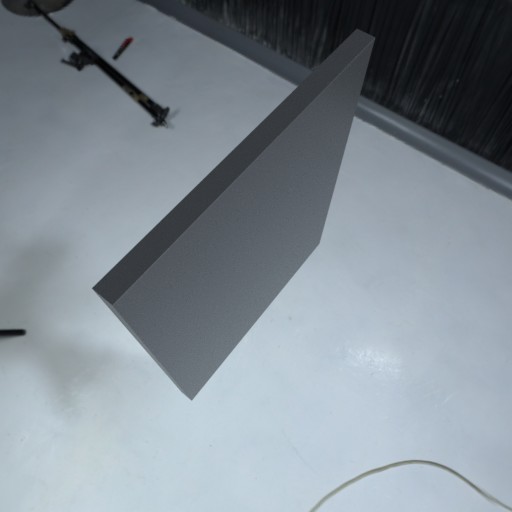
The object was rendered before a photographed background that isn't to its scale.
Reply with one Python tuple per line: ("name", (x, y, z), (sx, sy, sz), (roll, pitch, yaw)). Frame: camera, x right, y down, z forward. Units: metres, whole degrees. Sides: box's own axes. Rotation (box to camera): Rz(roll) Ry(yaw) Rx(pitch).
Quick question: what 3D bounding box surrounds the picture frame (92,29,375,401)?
("picture frame", (0.000, 0.000, 0.738), (0.028, 0.556, 0.460), (35, 68, 16))
